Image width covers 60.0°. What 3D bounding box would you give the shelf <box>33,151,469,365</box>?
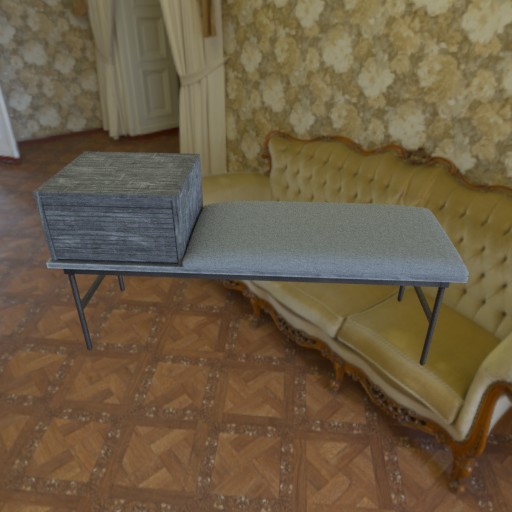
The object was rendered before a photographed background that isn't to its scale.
[{"bbox_3d":[0.000,0.000,1.629,1.342,0.633,0.457,2,31,3],"label":"shelf"}]
